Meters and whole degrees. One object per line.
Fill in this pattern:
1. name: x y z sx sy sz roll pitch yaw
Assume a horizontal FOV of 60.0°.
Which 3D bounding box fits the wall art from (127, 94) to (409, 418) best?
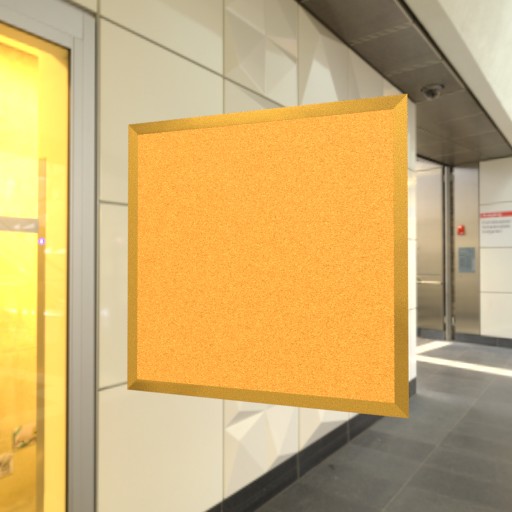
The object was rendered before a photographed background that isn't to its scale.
1. wall art: 0.000 0.000 1.176 0.762 0.762 0.038 0 -1 18
